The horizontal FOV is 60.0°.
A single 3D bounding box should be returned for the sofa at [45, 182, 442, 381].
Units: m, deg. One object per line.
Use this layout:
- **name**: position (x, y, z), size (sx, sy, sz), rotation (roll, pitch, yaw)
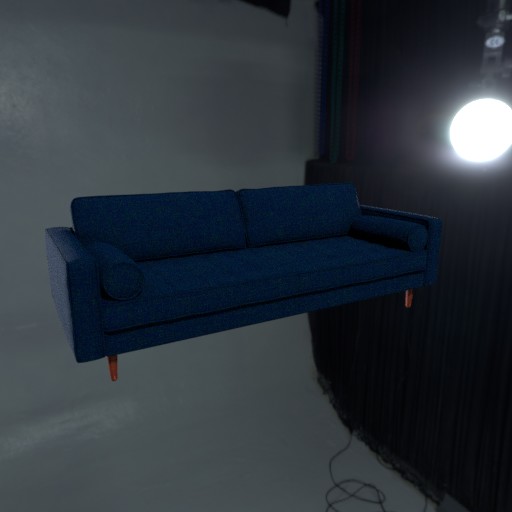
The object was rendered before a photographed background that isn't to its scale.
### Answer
- **sofa**: position (0.000, 0.000, 2.654), size (2.210, 0.762, 0.914), rotation (-8, 16, -29)
